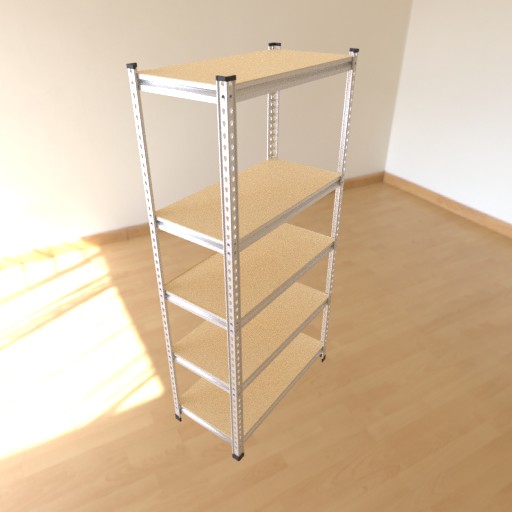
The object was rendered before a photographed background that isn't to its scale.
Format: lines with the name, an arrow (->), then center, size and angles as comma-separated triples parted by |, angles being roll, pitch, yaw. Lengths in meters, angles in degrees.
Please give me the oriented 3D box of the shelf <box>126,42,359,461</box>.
shelf -> 0.000, 0.000, 2.204 | 0.457, 1.829, 0.914 | 21, 37, 30
